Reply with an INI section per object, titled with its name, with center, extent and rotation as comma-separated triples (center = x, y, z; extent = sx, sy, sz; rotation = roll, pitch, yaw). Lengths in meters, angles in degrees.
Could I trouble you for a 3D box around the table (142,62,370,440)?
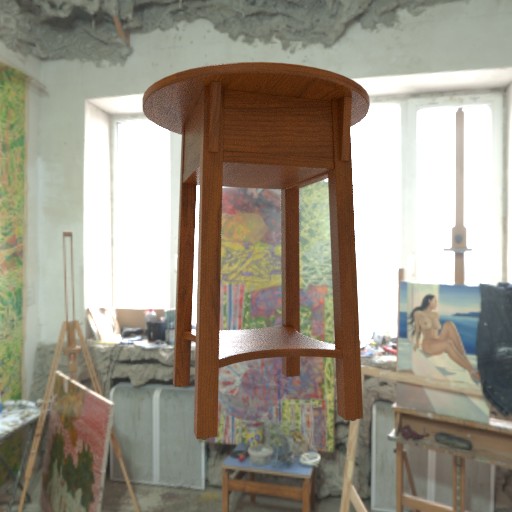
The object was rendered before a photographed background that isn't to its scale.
[table]
center = 0.000, 0.000, 0.921
extent = 0.457, 0.610, 0.457
rotation = 0, 0, 0
